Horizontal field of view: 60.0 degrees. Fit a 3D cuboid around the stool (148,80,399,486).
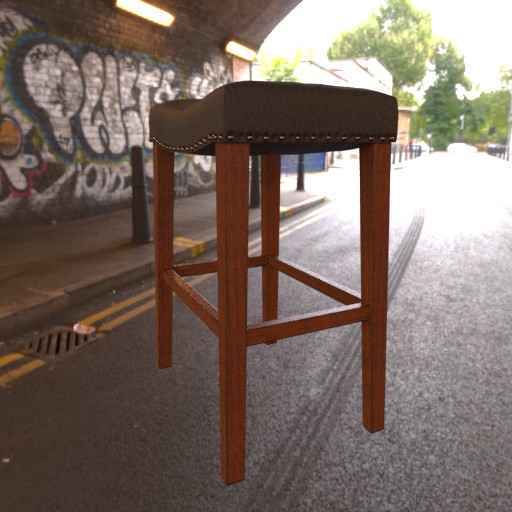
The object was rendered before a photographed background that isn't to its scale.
[{"bbox_3d":[0.000,0.000,0.879,0.320,0.612,0.439,-7,16,-26],"label":"stool"}]
